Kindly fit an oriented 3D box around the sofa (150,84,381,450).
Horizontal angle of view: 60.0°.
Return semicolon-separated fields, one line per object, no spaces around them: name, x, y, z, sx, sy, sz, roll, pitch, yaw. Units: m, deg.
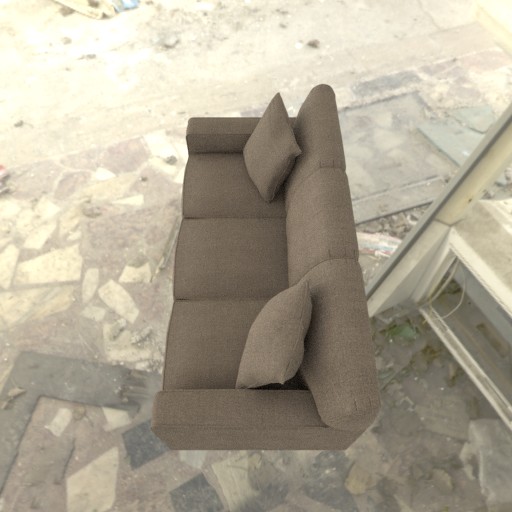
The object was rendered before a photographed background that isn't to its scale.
sofa;0.000;0.000;2.589;0.997;0.958;2.024;0;57;0
